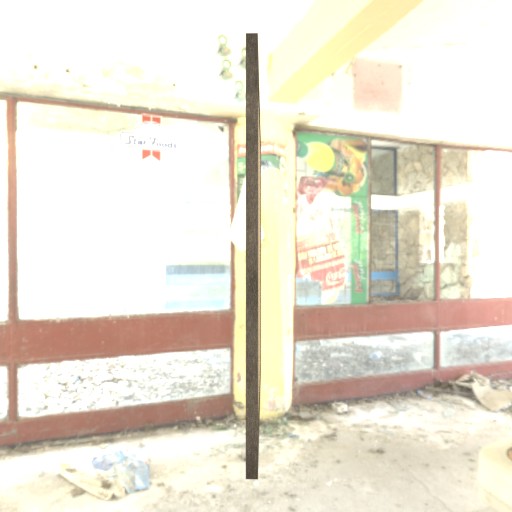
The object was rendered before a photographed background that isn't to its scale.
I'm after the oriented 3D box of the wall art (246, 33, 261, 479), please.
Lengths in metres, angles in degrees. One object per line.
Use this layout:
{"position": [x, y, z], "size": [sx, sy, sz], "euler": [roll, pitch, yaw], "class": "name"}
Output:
{"position": [0.000, 0.000, 0.682], "size": [0.013, 0.457, 0.457], "euler": [0, 0, 1], "class": "wall art"}
